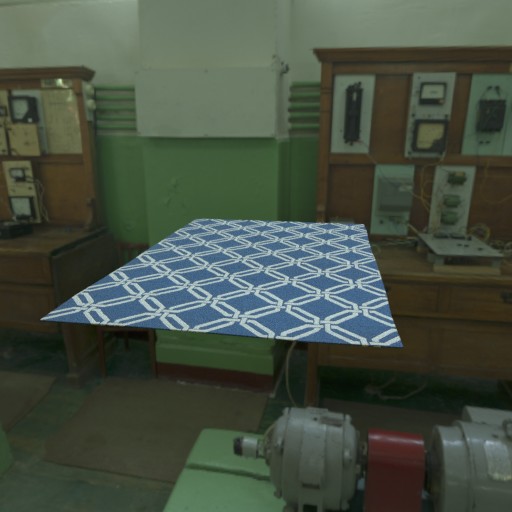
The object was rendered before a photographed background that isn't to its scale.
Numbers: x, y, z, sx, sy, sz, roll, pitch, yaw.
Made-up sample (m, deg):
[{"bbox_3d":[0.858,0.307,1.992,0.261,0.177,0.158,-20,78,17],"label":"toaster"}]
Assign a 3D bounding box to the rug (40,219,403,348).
[{"bbox_3d":[0.000,0.000,2.178,1.153,0.010,1.755,3,16,9],"label":"rug"}]
